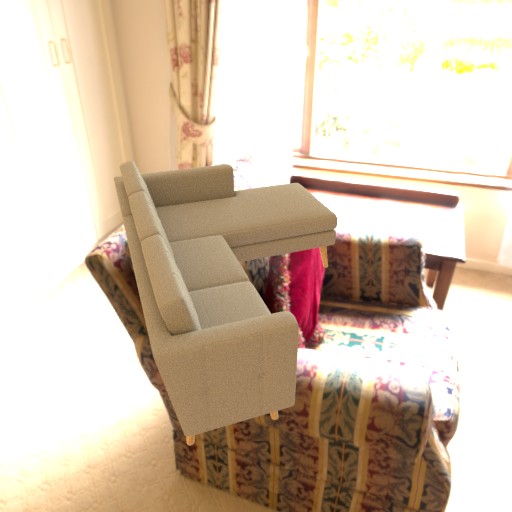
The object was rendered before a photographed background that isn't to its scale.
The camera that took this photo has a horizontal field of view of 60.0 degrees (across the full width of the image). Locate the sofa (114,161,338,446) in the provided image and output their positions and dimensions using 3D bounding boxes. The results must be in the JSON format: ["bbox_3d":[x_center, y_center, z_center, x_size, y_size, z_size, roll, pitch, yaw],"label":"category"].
[{"bbox_3d":[0.000,0.000,2.830,1.530,0.860,2.040,-10,32,-17],"label":"sofa"}]
